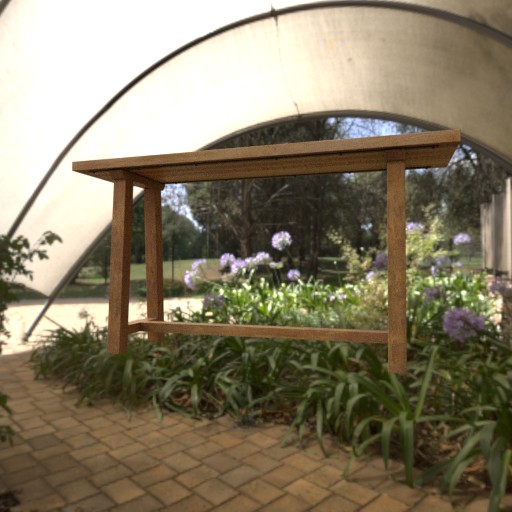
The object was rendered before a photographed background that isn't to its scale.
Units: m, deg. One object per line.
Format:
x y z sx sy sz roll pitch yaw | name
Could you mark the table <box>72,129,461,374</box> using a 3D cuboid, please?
0.000 0.000 1.857 1.524 0.810 0.405 0 -1 17 | table
